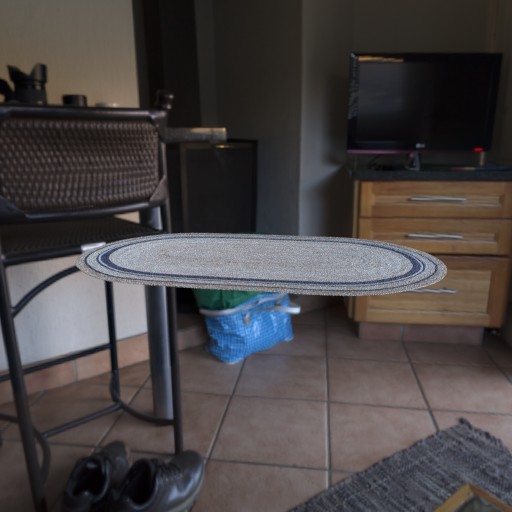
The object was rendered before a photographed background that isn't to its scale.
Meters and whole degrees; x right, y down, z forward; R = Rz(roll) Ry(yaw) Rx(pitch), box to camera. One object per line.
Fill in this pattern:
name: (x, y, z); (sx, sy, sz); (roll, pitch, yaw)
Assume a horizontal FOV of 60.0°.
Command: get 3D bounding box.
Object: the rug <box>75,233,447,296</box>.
rug: (0.000, 0.000, 3.031); (2.432, 0.006, 1.520); (2, 14, 10)
